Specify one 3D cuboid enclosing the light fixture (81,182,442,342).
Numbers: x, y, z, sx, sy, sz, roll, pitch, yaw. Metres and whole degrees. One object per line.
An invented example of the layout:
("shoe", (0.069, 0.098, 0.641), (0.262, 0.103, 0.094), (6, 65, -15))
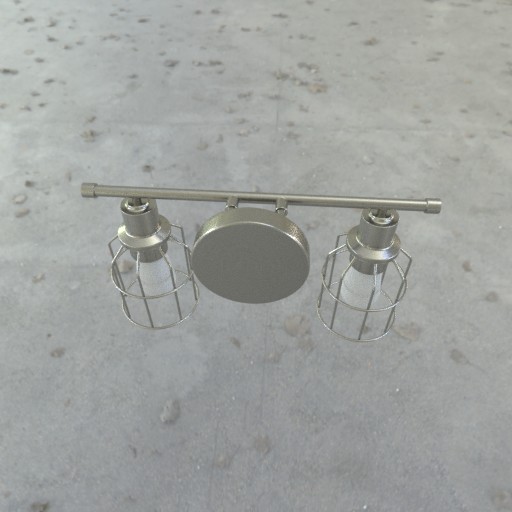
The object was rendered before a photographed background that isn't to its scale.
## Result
("light fixture", (0.000, 0.000, 0.537), (0.406, 0.254, 0.165), (3, 46, 3))
